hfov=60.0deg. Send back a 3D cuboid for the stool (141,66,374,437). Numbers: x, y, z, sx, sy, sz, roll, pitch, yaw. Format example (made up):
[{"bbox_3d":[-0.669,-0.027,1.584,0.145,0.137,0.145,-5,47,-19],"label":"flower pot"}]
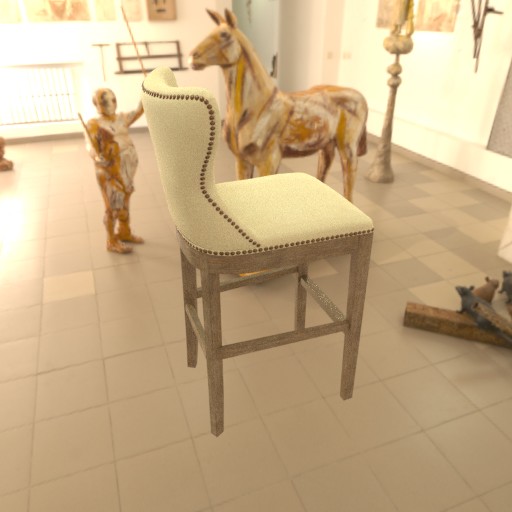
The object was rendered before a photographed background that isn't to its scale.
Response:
[{"bbox_3d":[0.000,0.000,1.451,0.606,1.123,0.494,-11,31,-18],"label":"stool"}]
